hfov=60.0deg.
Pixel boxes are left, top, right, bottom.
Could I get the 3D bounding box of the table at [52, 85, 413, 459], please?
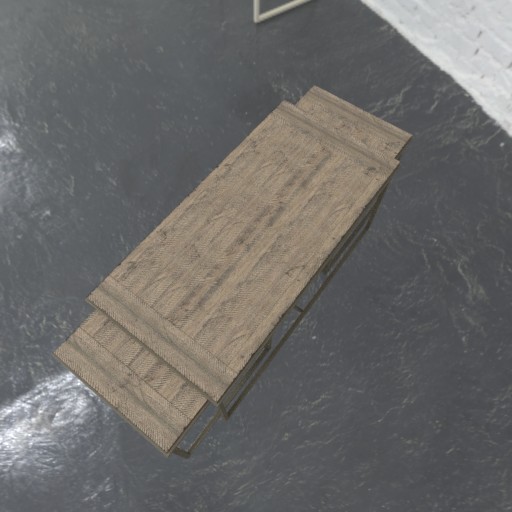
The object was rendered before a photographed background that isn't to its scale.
[{"bbox_3d":[0.000,0.000,1.555,0.489,0.427,1.312,34,67,16],"label":"table"}]
